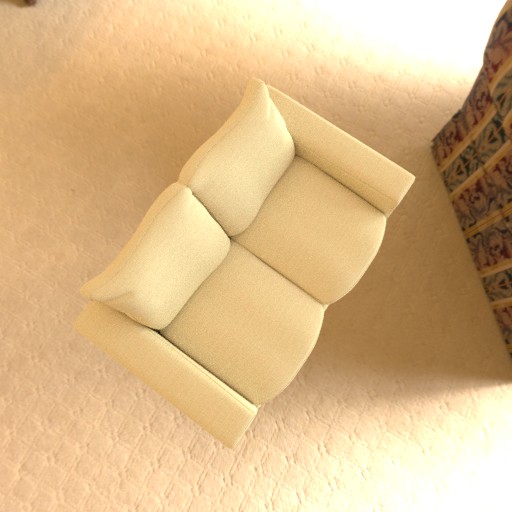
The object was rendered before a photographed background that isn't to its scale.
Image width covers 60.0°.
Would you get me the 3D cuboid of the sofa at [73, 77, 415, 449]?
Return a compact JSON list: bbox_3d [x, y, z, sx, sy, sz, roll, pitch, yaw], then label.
[{"bbox_3d":[0.000,0.000,2.466,1.091,0.875,1.754,35,79,8],"label":"sofa"}]
